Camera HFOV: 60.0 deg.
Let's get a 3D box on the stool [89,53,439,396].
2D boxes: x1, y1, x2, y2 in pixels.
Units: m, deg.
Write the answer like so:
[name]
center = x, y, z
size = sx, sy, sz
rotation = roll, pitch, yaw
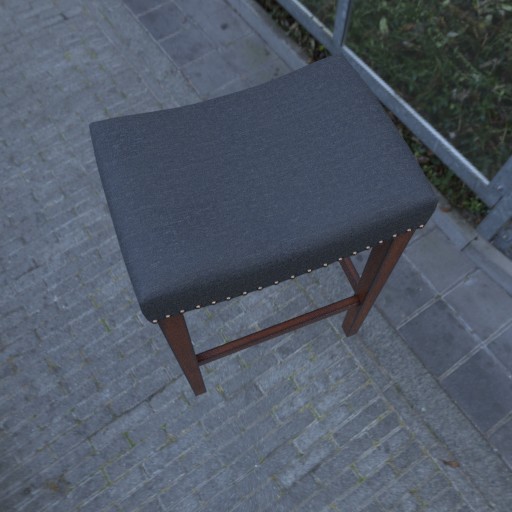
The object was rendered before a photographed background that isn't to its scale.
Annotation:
[stool]
center = 0.000, 0.000, 1.020
size = 0.502, 0.748, 0.366
rotation = -19, 66, -9
